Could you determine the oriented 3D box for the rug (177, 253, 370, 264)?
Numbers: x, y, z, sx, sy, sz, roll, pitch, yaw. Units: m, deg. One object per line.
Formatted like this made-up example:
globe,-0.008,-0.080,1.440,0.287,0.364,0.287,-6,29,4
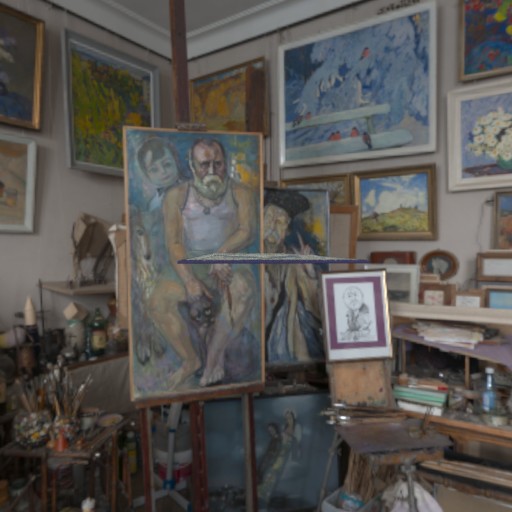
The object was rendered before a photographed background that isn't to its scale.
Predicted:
rug,0.000,0.000,2.498,0.602,0.016,2.283,0,1,-3
